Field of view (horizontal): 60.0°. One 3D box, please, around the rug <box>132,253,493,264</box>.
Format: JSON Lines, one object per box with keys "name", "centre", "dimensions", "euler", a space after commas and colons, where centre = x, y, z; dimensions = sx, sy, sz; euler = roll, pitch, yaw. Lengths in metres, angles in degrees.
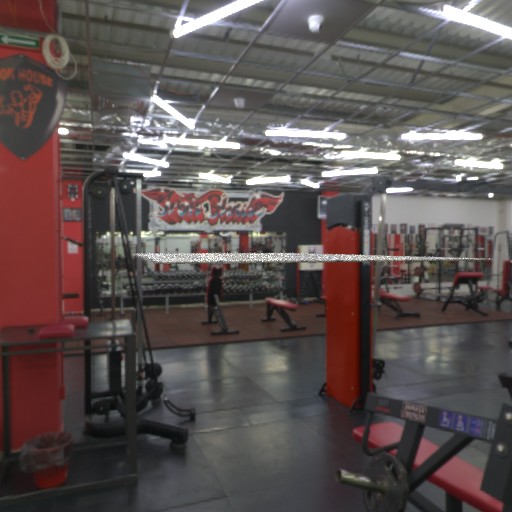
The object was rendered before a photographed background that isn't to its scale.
{"name": "rug", "centre": [0.000, 0.000, 2.013], "dimensions": [1.035, 0.006, 1.652], "euler": [0, 1, -18]}
